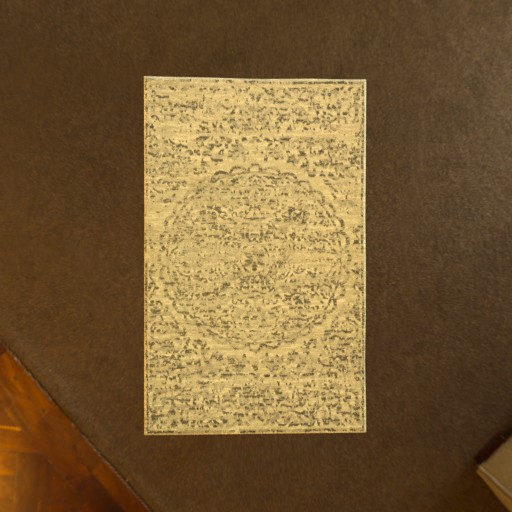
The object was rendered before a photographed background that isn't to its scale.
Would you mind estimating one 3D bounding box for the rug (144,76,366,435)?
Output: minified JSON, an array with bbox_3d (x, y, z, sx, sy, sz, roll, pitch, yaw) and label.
[{"bbox_3d":[0.000,0.000,3.046,1.527,0.021,2.447,0,90,-2],"label":"rug"}]
